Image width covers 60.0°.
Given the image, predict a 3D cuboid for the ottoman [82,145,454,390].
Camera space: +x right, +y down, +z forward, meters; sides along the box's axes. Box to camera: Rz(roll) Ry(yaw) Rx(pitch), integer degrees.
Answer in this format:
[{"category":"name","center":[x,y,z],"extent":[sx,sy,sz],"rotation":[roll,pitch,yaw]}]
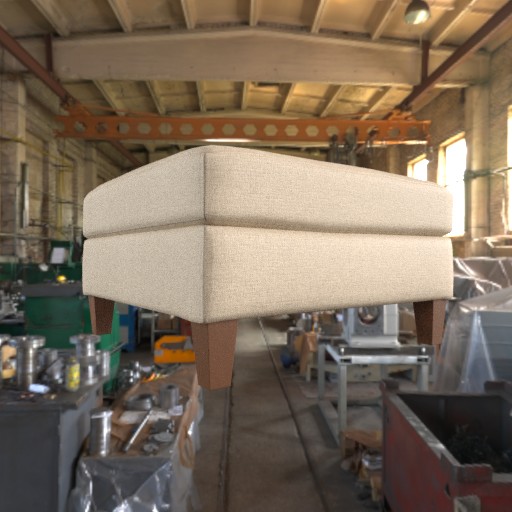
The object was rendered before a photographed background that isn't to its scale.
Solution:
[{"category":"ottoman","center":[0.000,0.000,1.360],"extent":[0.838,0.503,0.838],"rotation":[0,0,-36]}]
